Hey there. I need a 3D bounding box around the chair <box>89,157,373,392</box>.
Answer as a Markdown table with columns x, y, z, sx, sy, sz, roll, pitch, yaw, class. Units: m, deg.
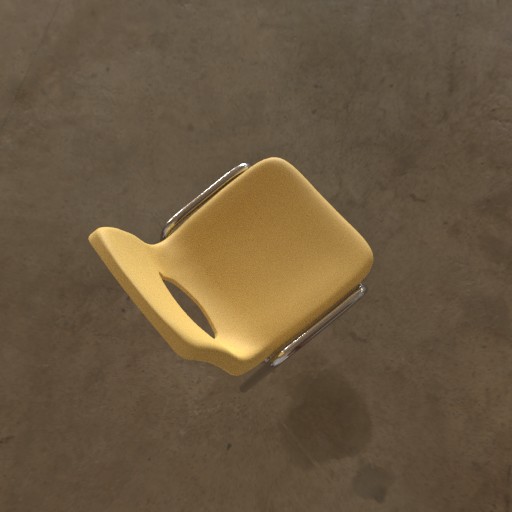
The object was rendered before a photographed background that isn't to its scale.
| x | y | z | sx | sy | sz | roll | pitch | yaw | class |
| --- | --- | --- | --- | --- | --- | --- | --- | --- | --- |
| 0.000 | 0.000 | 0.793 | 0.385 | 0.536 | 0.354 | -39 | 77 | -11 | chair |
